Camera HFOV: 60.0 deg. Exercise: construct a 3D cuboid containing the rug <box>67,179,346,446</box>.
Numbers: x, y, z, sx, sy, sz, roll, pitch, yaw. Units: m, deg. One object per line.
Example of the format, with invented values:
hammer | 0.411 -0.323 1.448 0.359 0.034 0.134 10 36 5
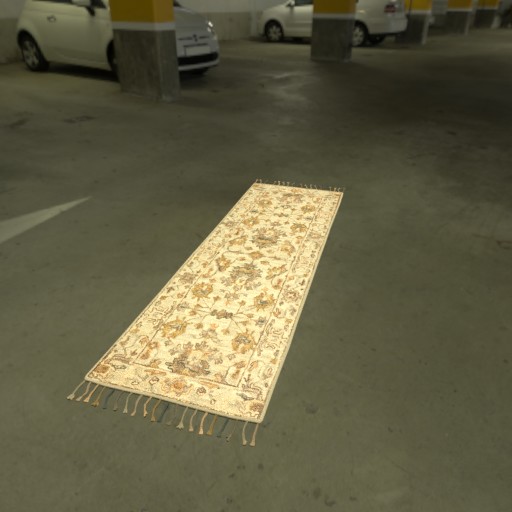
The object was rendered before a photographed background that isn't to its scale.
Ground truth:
rug | 0.000 0.000 2.550 0.729 0.021 2.438 9 31 15
